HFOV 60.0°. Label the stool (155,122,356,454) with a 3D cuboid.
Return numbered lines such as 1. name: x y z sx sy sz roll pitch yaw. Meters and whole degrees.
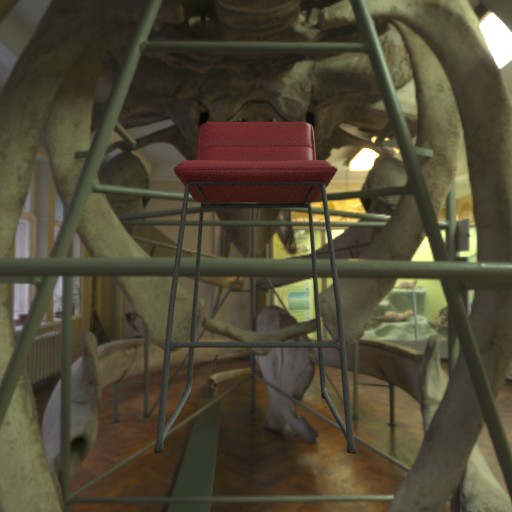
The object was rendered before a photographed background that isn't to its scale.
1. stool: 0.000 0.000 1.279 0.489 0.937 0.524 0 -2 0
